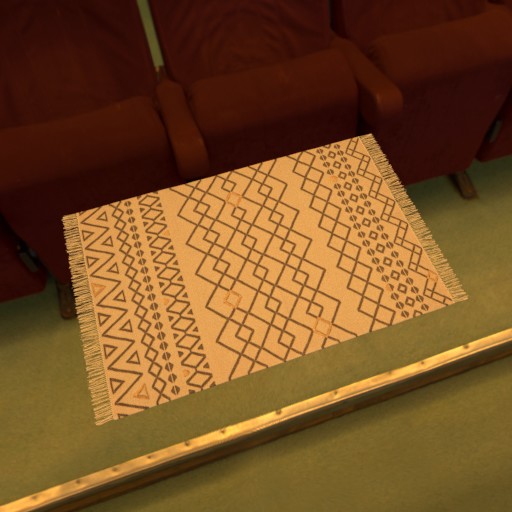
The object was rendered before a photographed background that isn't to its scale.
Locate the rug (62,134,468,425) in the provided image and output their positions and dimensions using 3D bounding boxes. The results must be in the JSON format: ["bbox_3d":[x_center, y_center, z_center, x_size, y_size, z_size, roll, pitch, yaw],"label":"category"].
[{"bbox_3d":[0.000,0.000,2.495,2.023,0.028,1.224,-17,64,-8],"label":"rug"}]
